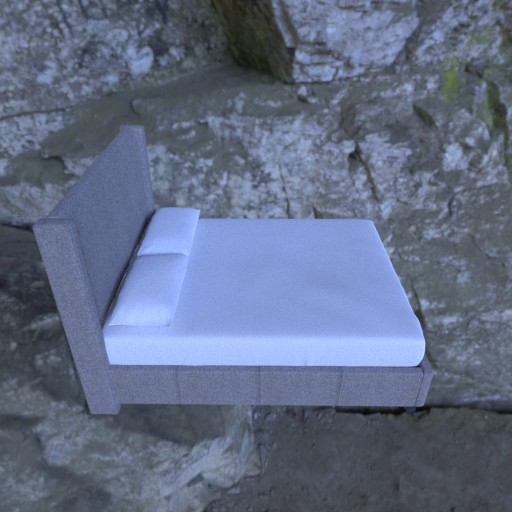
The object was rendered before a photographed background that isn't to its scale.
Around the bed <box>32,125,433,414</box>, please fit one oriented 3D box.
[{"bbox_3d":[0.000,0.000,3.318,2.245,1.476,1.714,0,33,0],"label":"bed"}]
